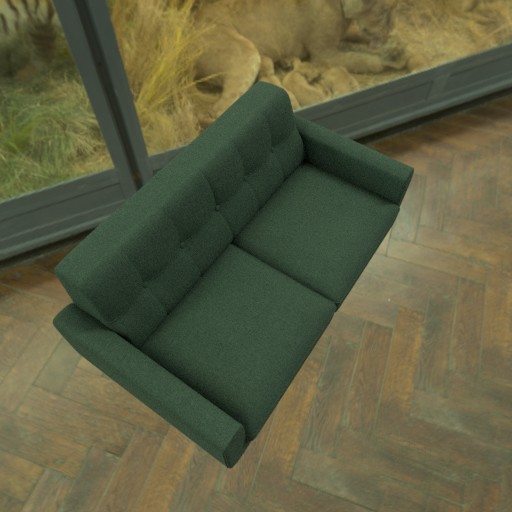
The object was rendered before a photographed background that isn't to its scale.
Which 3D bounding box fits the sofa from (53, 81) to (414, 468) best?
[{"bbox_3d":[0.000,0.000,2.134,0.909,0.841,1.631,30,62,18],"label":"sofa"}]
